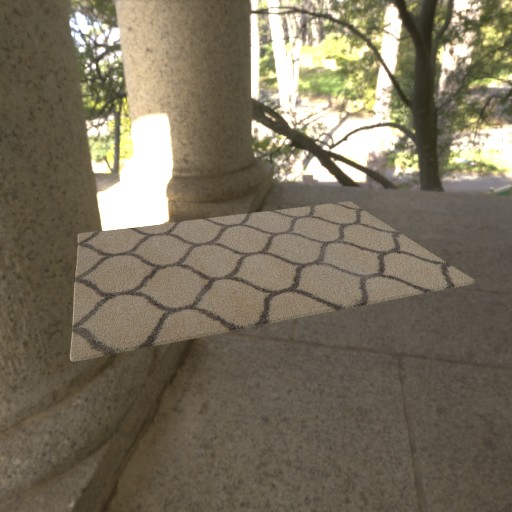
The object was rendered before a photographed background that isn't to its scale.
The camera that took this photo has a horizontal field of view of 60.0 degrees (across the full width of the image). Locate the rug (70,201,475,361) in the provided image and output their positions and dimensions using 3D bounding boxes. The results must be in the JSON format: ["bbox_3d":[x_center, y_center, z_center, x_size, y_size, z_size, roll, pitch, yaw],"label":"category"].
[{"bbox_3d":[0.000,0.000,3.518,2.701,0.026,1.801,-8,28,-16],"label":"rug"}]
